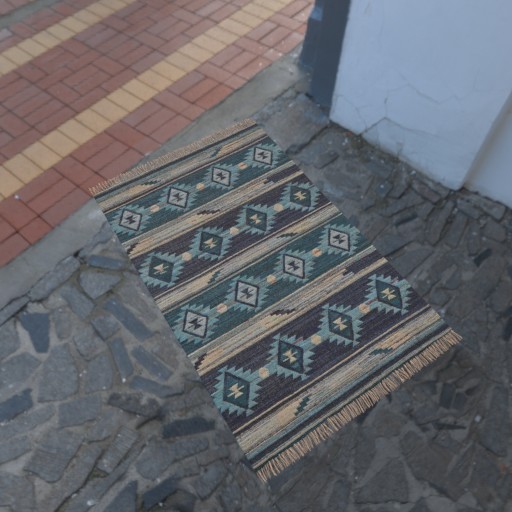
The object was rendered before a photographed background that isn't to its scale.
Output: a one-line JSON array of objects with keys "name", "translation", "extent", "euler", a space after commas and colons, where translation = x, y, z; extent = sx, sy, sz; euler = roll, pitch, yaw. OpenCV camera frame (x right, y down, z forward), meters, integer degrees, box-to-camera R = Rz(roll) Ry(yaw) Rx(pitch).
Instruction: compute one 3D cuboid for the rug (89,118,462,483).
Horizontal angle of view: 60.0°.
[{"name": "rug", "translation": [0.000, 0.000, 2.441], "extent": [1.181, 0.028, 1.936], "euler": [-29, 62, -17]}]
